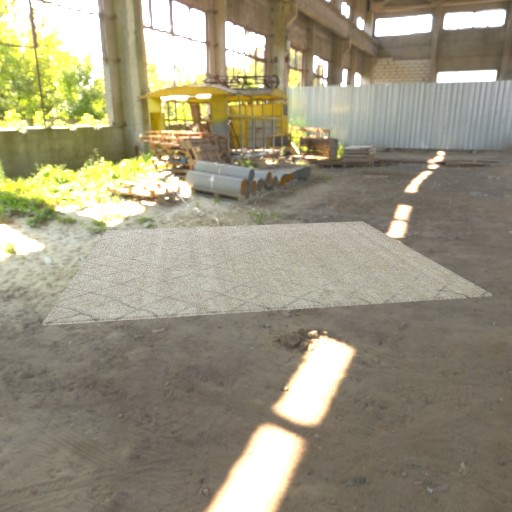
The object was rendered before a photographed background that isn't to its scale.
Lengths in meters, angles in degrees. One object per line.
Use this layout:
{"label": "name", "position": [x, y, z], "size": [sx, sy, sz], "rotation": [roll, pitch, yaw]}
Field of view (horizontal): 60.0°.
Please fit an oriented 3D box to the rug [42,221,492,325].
{"label": "rug", "position": [0.000, 0.000, 4.085], "size": [3.038, 0.019, 2.420], "rotation": [-3, 17, -9]}
